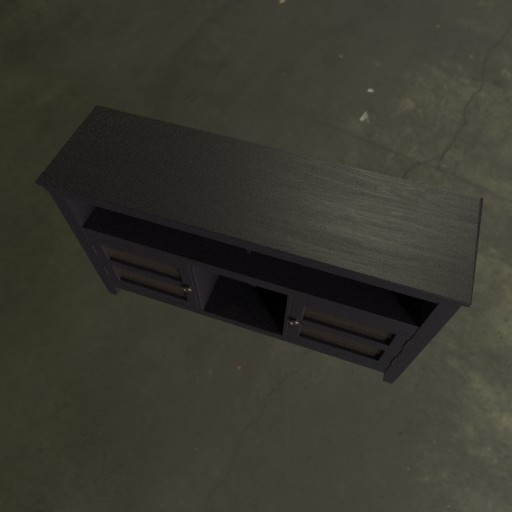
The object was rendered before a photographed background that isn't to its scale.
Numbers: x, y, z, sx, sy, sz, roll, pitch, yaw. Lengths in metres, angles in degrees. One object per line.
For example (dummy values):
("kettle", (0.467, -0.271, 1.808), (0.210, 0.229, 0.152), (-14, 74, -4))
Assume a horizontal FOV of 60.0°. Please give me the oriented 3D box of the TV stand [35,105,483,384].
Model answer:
("TV stand", (0.000, 0.000, 1.514), (1.198, 0.681, 0.347), (16, 59, 10))
